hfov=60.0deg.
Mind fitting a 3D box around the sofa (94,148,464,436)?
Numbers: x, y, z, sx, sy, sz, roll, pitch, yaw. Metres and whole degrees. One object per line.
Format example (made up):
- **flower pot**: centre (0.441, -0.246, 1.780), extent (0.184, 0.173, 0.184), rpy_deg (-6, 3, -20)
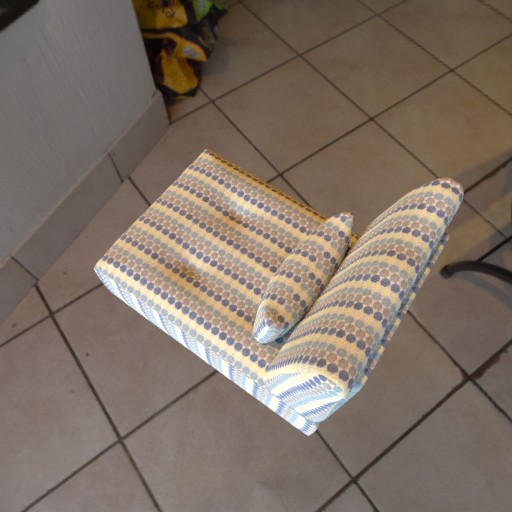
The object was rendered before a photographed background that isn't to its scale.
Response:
- **sofa**: centre (0.000, 0.000, 1.550), extent (1.000, 0.820, 0.700), rpy_deg (32, 67, 15)
